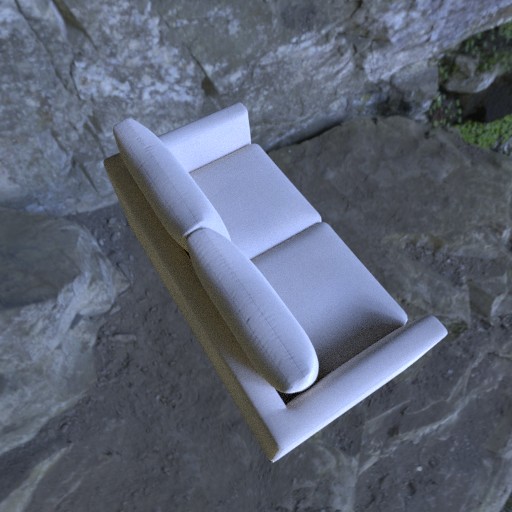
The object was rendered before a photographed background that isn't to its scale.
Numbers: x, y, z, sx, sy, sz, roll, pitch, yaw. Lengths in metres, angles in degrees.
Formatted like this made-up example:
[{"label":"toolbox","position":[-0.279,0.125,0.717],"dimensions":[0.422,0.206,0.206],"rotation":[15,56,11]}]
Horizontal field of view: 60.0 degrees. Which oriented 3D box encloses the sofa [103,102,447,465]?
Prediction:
[{"label":"sofa","position":[0.000,0.000,2.329],"dimensions":[0.906,0.995,1.739],"rotation":[-29,63,-16]}]
